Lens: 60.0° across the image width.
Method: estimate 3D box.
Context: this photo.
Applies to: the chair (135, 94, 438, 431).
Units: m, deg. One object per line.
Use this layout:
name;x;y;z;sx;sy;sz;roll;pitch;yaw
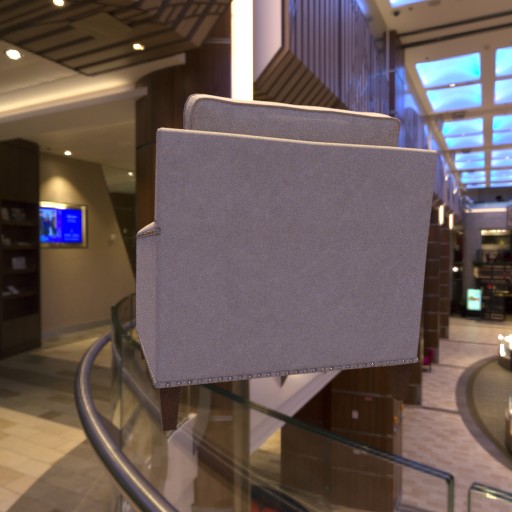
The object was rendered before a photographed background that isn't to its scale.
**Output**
chair;0.000;0.000;1.705;0.853;0.943;1.014;0;1;-18
